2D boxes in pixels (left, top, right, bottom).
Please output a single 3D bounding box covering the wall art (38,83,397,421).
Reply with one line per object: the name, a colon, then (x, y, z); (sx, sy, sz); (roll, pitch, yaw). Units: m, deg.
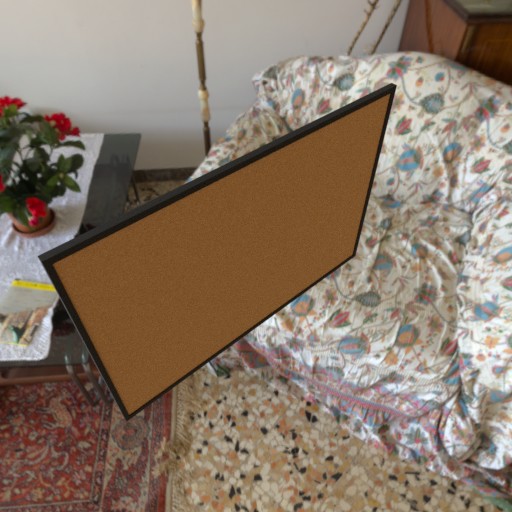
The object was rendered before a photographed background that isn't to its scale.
wall art: (0.000, 0.000, 0.832); (0.664, 0.458, 0.013); (-32, 55, -26)
